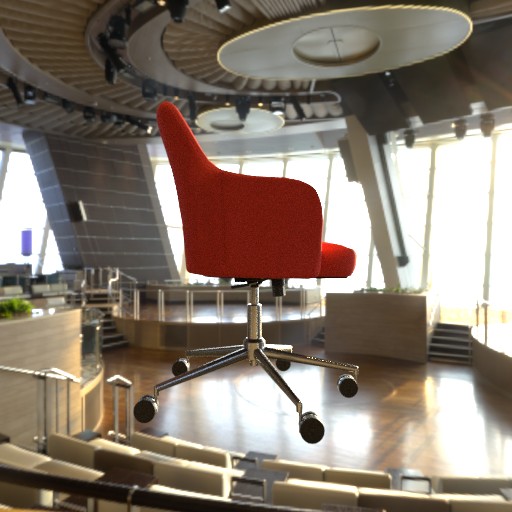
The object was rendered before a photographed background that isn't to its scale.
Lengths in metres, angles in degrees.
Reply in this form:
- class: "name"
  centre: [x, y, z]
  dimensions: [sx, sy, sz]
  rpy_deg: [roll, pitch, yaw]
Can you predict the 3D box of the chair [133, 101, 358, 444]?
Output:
- class: "chair"
  centre: [0.000, 0.000, 1.293]
  dimensions: [0.600, 0.820, 0.655]
  rpy_deg: [0, 0, 0]
